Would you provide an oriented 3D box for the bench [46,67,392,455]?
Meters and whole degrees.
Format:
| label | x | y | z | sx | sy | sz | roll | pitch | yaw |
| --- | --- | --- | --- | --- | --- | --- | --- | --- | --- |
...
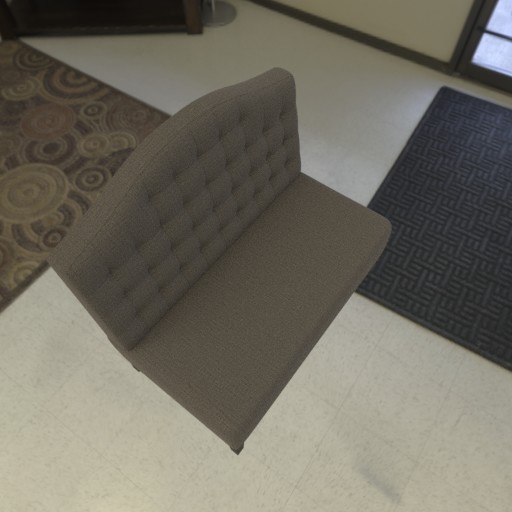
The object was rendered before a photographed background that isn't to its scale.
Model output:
| label | x | y | z | sx | sy | sz | roll | pitch | yaw |
| --- | --- | --- | --- | --- | --- | --- | --- | --- | --- |
| bench | 0.000 | 0.000 | 2.011 | 0.815 | 1.180 | 1.335 | 33 | 63 | 19 |
